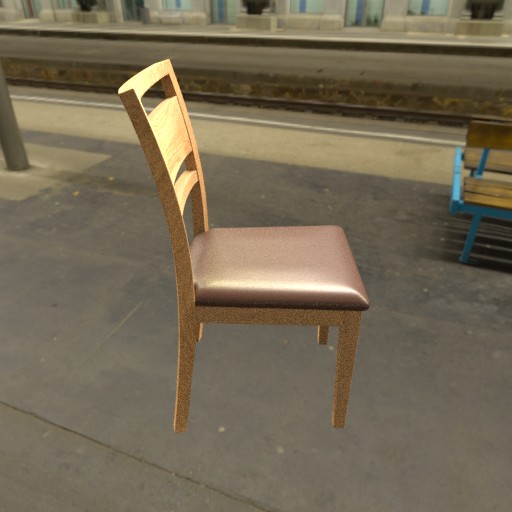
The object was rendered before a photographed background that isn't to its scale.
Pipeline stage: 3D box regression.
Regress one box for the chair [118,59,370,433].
[{"bbox_3d":[0.000,0.000,1.209,0.545,0.940,0.420,0,31,0],"label":"chair"}]
